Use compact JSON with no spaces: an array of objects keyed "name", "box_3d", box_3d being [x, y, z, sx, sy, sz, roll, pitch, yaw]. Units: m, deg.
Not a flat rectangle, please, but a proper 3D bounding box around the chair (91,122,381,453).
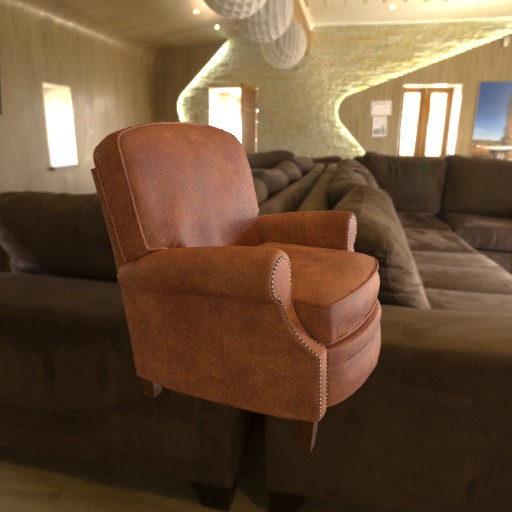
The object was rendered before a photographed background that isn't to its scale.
[{"name":"chair","box_3d":[0.000,0.000,1.741,0.986,1.018,0.936,7,17,26]}]
